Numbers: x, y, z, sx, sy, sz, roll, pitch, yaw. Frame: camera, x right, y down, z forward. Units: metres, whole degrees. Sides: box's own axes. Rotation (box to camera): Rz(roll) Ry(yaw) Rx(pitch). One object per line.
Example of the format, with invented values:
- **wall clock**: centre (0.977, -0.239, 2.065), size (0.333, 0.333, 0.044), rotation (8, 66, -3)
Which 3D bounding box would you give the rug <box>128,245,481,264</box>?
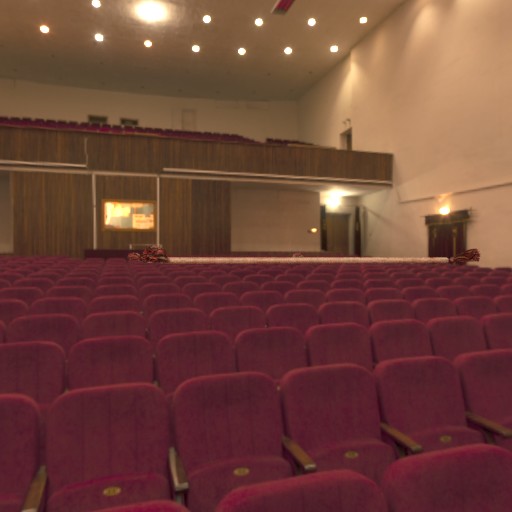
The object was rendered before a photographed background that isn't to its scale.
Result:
- **rug**: centre (0.000, 0.000, 2.639), size (1.444, 0.067, 2.069), rotation (0, 0, -17)
